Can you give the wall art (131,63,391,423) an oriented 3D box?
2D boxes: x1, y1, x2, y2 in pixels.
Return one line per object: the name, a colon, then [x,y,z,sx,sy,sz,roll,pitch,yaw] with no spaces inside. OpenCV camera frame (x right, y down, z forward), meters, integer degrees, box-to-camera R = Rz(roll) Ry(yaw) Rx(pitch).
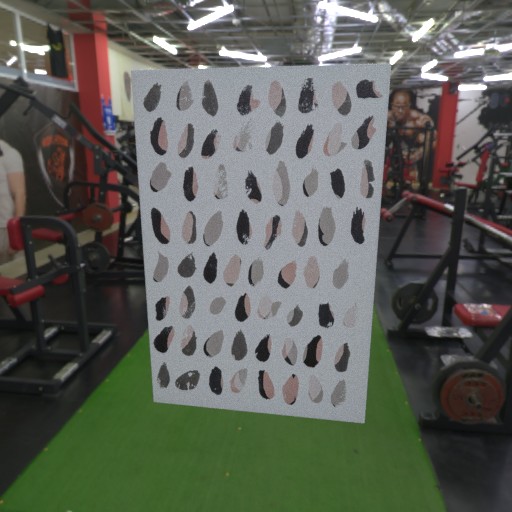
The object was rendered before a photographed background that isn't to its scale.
wall art: [0.000,0.000,1.162,0.610,0.916,0.037,3,15,9]
